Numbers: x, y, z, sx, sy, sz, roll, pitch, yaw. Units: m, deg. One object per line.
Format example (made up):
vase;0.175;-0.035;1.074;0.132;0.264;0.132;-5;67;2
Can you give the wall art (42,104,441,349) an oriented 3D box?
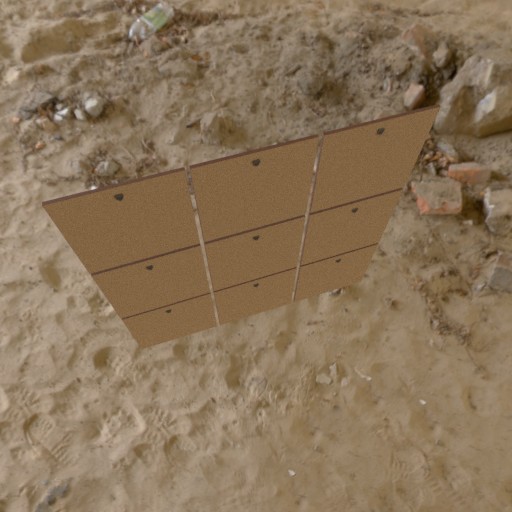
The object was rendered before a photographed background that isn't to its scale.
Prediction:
wall art;0.000;0.000;1.823;1.221;1.218;0.019;-16;61;-9
